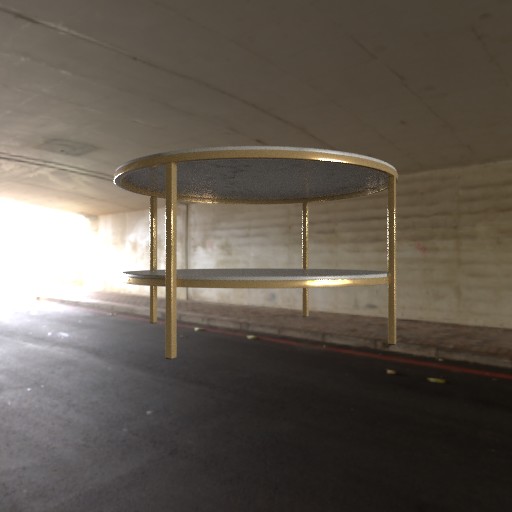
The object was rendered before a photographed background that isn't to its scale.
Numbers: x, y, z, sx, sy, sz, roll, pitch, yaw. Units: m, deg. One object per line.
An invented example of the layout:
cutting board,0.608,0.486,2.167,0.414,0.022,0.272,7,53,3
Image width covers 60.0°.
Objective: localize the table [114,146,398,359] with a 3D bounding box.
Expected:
table,0.000,0.000,1.311,0.800,0.450,0.800,0,0,0
